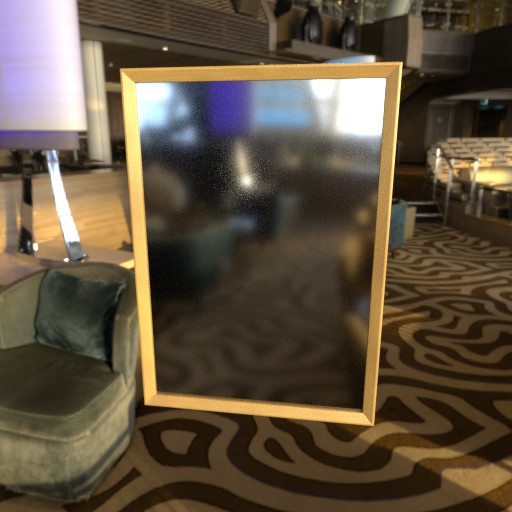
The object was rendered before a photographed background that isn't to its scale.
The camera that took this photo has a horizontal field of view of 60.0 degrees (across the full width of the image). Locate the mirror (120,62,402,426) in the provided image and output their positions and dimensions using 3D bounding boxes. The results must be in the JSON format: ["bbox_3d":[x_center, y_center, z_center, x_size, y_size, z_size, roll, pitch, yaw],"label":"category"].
[{"bbox_3d":[0.000,0.000,0.896,0.507,0.710,0.039,2,15,8],"label":"mirror"}]
